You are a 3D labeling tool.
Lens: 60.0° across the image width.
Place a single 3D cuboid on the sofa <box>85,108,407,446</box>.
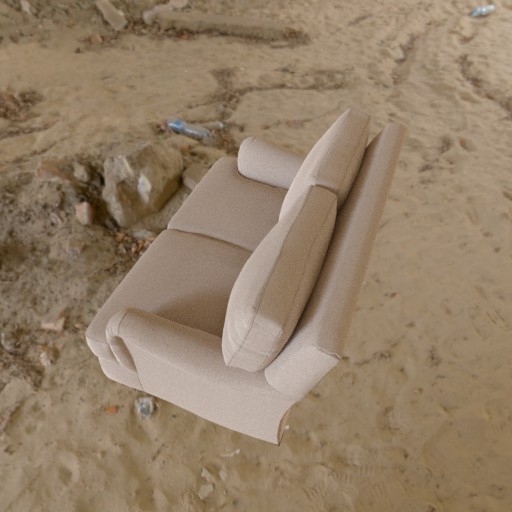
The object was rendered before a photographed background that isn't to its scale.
[{"bbox_3d":[0.000,0.000,2.229,1.087,1.048,1.508,16,48,14],"label":"sofa"}]
